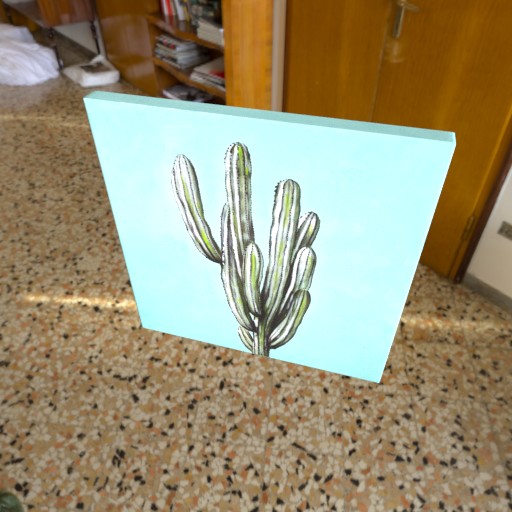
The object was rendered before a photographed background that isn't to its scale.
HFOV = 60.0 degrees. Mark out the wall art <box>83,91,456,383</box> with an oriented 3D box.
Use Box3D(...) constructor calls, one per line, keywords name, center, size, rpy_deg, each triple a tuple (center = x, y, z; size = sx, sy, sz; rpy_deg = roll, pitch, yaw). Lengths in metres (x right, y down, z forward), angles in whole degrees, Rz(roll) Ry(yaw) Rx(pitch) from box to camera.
Box3D(name="wall art", center=(0.000, 0.000, 1.146), size=(0.765, 0.766, 0.054), rpy_deg=(10, 42, 12))
